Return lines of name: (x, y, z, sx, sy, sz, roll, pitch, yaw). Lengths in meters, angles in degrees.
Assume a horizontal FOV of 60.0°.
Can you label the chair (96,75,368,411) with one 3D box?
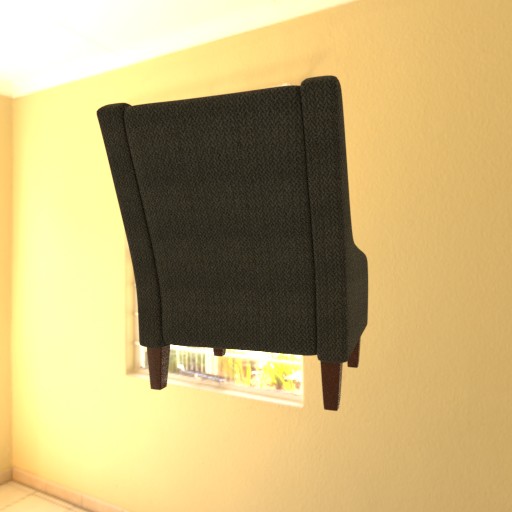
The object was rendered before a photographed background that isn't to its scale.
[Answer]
chair: (0.000, 0.000, 1.755, 0.793, 1.012, 0.944, 0, 1, 19)
